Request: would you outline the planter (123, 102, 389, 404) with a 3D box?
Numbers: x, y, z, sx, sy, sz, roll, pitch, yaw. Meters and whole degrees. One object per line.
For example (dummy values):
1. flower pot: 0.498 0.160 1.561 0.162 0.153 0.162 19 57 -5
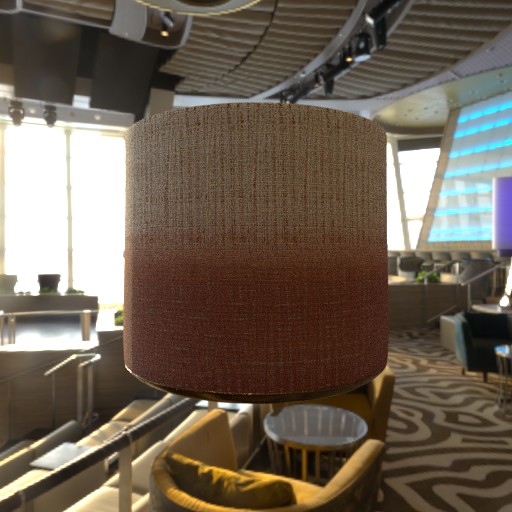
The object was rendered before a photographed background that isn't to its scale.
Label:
1. planter: 0.000 0.000 0.309 0.178 0.157 0.178 0 1 0
